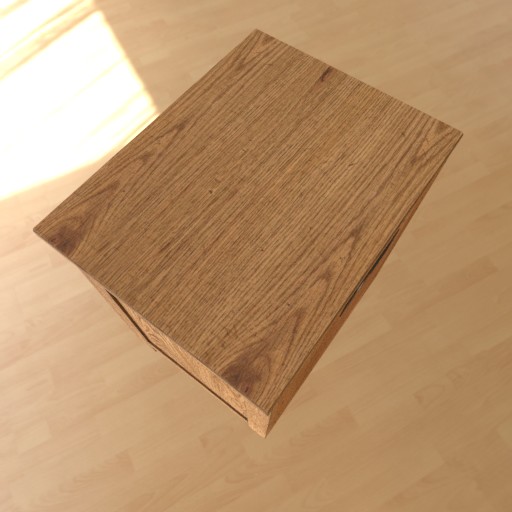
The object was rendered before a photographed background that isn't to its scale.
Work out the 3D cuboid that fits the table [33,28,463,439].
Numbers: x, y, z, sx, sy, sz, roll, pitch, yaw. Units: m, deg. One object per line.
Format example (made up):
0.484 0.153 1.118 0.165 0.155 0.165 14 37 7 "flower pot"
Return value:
0.000 0.000 1.036 0.494 0.625 0.601 34 68 15 "table"
